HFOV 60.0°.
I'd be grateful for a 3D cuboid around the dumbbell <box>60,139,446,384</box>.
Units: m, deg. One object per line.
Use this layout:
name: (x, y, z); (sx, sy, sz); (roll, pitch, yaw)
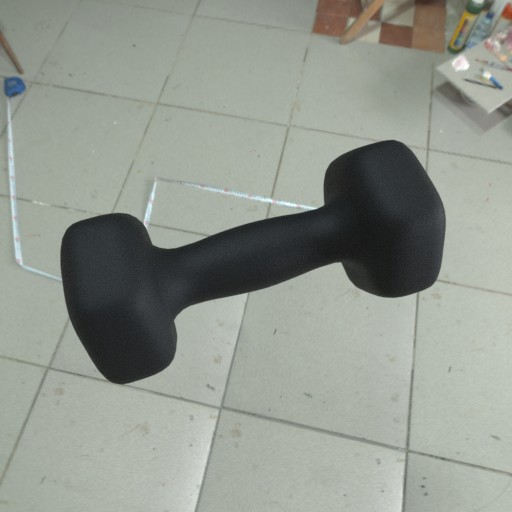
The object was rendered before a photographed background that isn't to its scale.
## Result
dumbbell: (0.000, 0.000, 0.291); (0.231, 0.101, 0.112); (-16, 66, -7)
